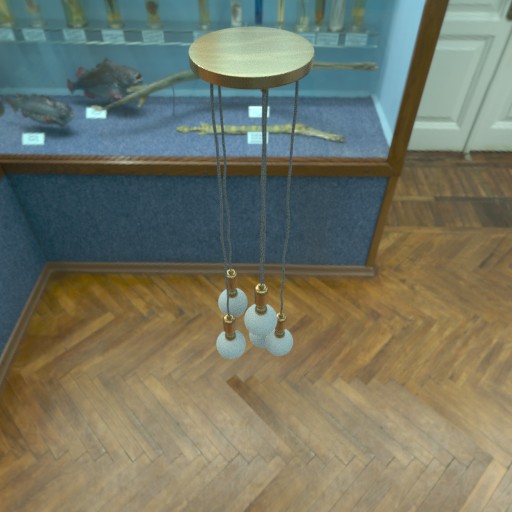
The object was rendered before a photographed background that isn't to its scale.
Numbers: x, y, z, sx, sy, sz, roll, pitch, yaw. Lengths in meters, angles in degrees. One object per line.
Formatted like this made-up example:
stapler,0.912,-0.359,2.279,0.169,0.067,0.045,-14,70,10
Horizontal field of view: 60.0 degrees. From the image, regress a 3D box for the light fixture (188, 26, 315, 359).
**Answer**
light fixture,0.000,0.000,0.504,0.105,0.457,0.108,2,46,2
